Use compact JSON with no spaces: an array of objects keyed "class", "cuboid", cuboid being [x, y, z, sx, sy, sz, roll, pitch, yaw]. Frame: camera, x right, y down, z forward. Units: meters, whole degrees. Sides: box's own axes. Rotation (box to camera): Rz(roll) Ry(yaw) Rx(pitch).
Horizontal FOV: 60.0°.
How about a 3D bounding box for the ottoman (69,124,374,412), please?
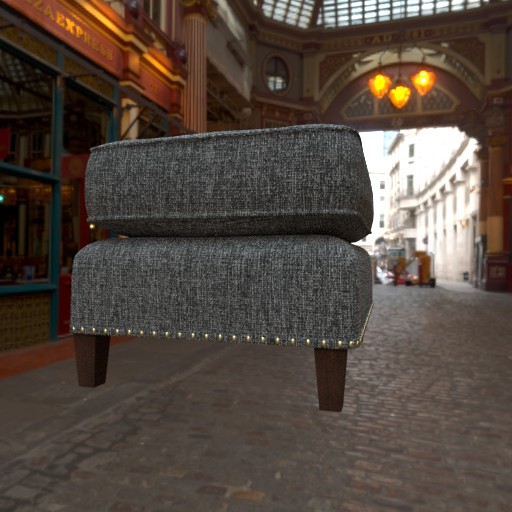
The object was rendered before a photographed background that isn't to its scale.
[{"class":"ottoman","cuboid":[0.000,0.000,1.160,0.589,0.537,0.738,0,0,17]}]
